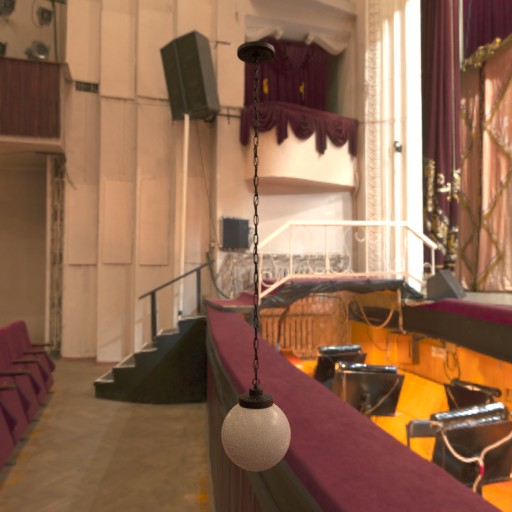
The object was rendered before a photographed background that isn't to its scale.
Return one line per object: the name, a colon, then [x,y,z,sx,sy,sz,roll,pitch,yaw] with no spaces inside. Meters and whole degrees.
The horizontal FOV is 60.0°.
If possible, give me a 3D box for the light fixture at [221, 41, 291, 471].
light fixture: [0.000,0.000,1.982,0.305,1.867,0.304,1,-2,-17]
